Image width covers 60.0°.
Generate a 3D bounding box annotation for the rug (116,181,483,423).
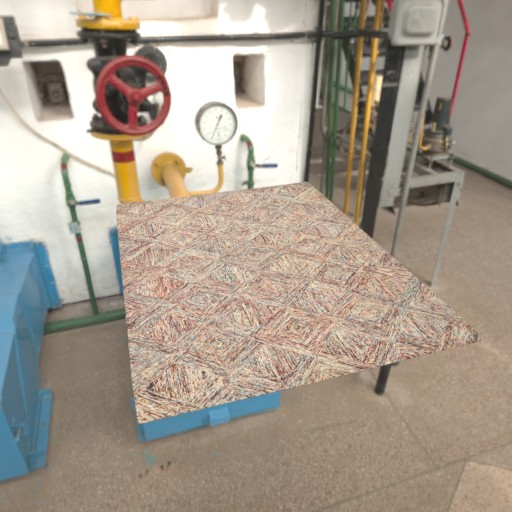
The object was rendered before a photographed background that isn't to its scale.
[{"bbox_3d":[0.000,0.000,4.159,2.436,0.024,3.226,-9,32,-15],"label":"rug"}]
